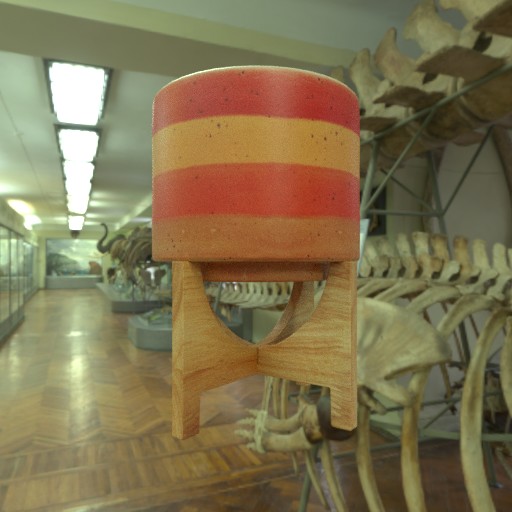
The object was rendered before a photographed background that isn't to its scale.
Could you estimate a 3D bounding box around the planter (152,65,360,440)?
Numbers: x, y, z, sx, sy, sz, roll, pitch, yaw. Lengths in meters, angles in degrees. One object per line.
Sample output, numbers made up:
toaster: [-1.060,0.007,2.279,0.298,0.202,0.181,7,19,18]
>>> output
planter: [0.000,0.000,0.565,0.269,0.379,0.269,0,-1,0]
